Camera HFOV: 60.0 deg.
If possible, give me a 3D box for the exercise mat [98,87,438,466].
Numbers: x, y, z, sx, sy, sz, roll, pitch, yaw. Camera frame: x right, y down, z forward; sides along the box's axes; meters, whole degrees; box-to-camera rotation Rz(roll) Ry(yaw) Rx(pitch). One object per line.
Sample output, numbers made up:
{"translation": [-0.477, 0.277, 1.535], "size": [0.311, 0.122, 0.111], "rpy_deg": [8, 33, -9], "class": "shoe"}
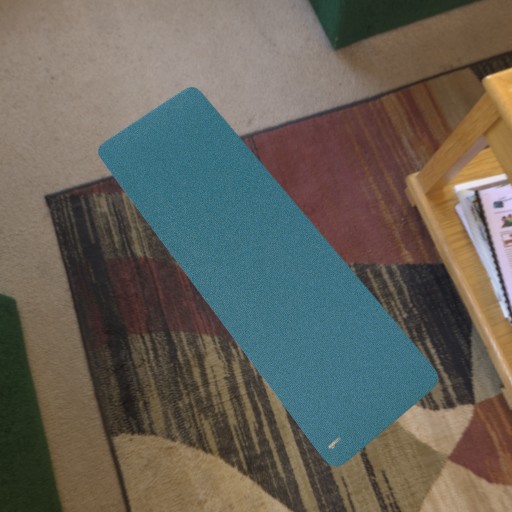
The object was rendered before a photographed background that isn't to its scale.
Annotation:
{"translation": [0.000, 0.000, 2.066], "size": [0.616, 0.021, 1.869], "rpy_deg": [-37, 78, -9], "class": "exercise mat"}
